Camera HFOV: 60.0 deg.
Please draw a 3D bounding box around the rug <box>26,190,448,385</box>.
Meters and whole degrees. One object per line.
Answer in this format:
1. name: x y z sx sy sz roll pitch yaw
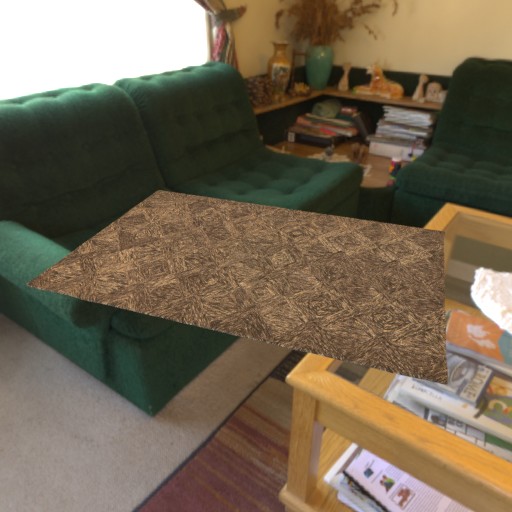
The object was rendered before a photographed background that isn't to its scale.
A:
1. rug: 0.000 0.000 2.240 1.808 0.011 1.189 10 32 17
